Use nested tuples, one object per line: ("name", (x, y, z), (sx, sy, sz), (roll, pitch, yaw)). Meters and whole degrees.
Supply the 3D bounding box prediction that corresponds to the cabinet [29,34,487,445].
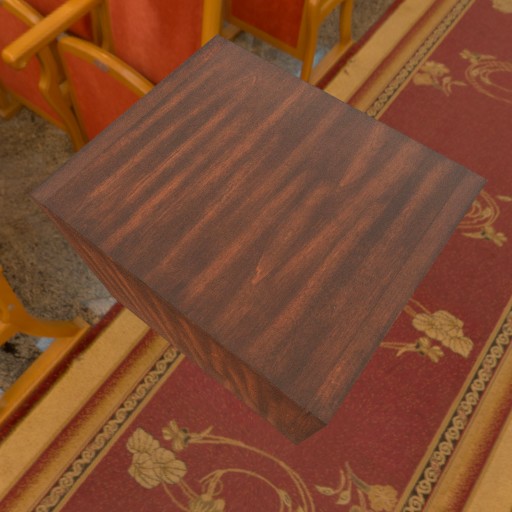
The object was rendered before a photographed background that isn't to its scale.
("cabinet", (0.000, 0.000, 0.814), (0.500, 0.455, 0.402), (35, 69, 15))
